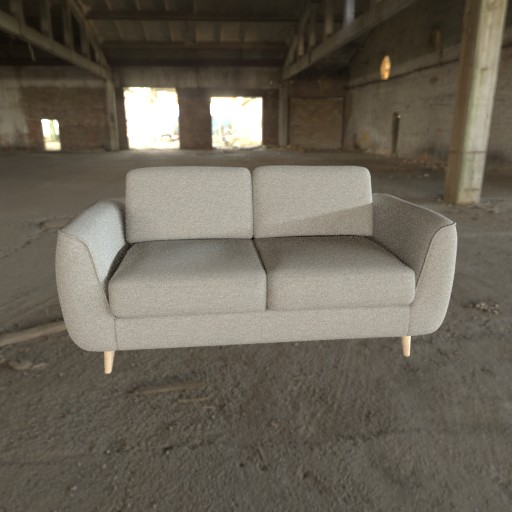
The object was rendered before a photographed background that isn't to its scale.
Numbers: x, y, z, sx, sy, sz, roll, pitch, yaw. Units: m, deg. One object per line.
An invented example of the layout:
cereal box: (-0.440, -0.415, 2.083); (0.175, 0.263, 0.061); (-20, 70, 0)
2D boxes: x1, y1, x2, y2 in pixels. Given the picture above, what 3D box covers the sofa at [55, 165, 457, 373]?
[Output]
sofa: (0.000, 0.000, 2.231); (1.700, 0.850, 0.920); (-2, 16, -6)
